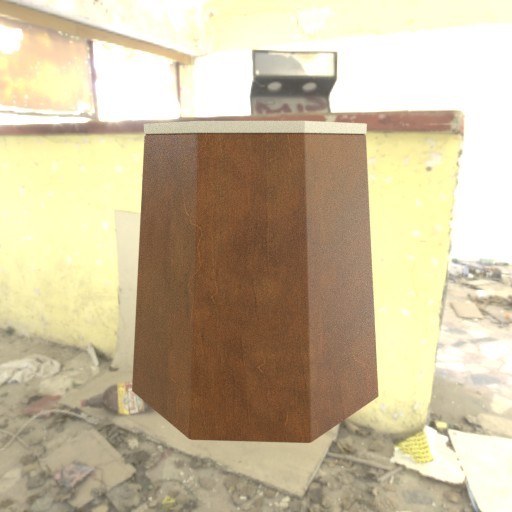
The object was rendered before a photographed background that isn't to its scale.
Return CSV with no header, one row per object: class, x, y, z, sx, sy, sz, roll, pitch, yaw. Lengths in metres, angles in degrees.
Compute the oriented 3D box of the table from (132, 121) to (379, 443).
table,0.000,0.000,0.807,0.439,0.457,0.439,-14,20,-43
